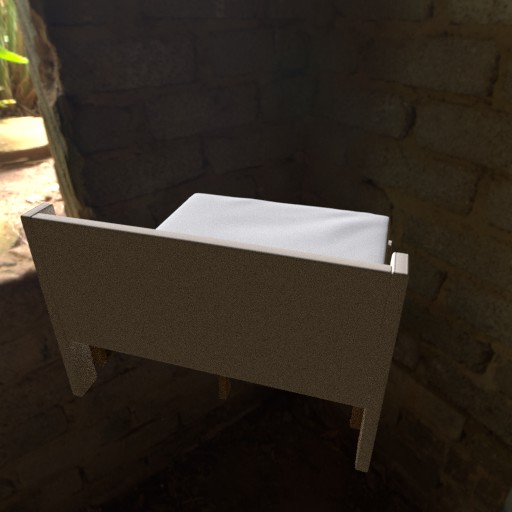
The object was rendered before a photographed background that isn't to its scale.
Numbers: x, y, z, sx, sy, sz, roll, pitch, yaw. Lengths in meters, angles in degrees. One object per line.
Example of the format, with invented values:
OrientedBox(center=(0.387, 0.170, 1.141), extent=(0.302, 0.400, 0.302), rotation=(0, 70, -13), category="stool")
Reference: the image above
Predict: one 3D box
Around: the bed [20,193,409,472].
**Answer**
OrientedBox(center=(0.000, 0.000, 3.570), extent=(2.145, 1.471, 2.293), rotation=(9, 32, 14), category="bed")
